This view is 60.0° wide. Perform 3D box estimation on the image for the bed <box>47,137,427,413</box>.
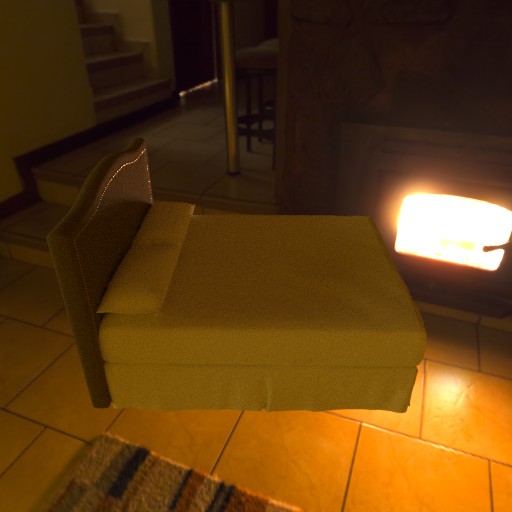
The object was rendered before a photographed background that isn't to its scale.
[{"bbox_3d":[0.000,0.000,3.144,2.036,1.387,1.666,1,31,1],"label":"bed"}]
